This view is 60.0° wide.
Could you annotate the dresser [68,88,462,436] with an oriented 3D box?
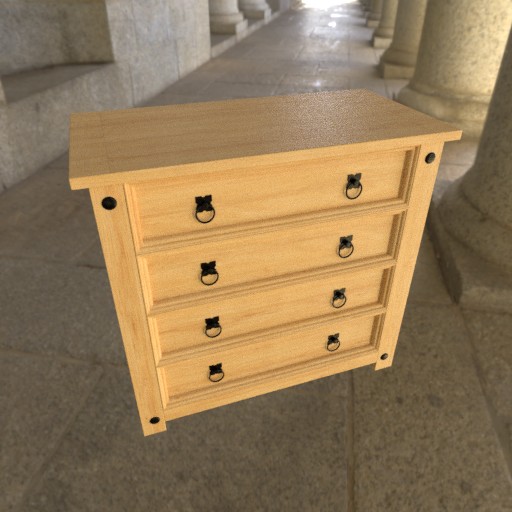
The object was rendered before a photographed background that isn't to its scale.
[{"bbox_3d":[0.000,0.000,1.206,0.800,0.730,0.410,-11,35,-16],"label":"dresser"}]
